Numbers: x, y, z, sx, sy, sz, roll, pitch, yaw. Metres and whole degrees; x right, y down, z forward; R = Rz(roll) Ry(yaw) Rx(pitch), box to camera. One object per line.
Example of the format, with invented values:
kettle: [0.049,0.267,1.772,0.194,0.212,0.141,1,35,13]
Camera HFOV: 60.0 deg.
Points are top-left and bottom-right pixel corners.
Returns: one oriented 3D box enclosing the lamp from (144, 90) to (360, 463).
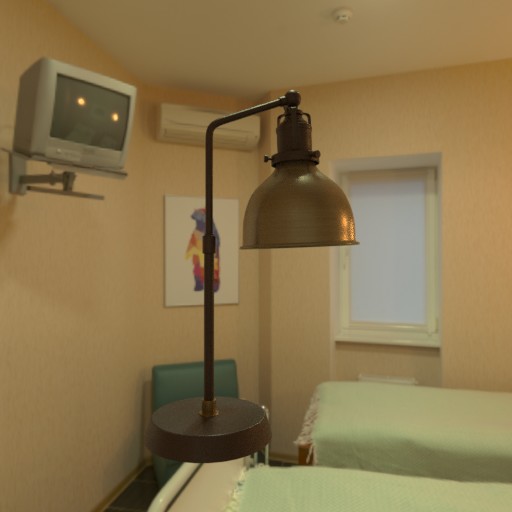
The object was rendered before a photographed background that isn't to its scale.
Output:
lamp: [0.000,0.000,0.607,0.298,0.469,0.175,0,0,-17]
